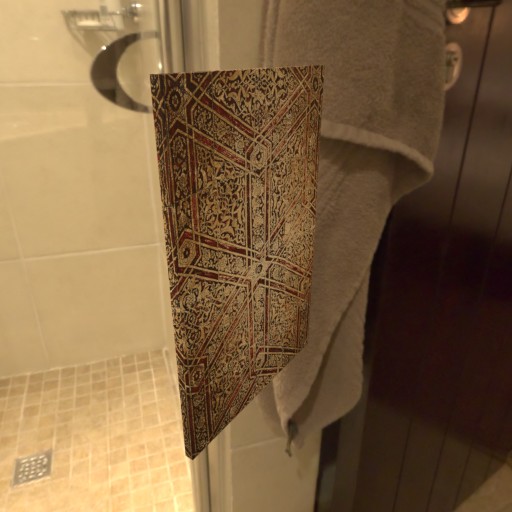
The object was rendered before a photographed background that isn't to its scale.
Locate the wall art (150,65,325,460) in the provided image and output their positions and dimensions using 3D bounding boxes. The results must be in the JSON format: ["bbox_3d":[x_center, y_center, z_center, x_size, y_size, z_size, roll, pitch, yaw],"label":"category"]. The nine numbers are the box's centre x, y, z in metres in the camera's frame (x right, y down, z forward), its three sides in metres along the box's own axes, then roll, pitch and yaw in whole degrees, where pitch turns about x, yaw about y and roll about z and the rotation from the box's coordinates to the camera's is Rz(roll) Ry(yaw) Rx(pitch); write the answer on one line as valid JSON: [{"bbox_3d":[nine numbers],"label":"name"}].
[{"bbox_3d":[0.000,0.000,0.768,0.020,0.599,0.397,16,30,31],"label":"wall art"}]
